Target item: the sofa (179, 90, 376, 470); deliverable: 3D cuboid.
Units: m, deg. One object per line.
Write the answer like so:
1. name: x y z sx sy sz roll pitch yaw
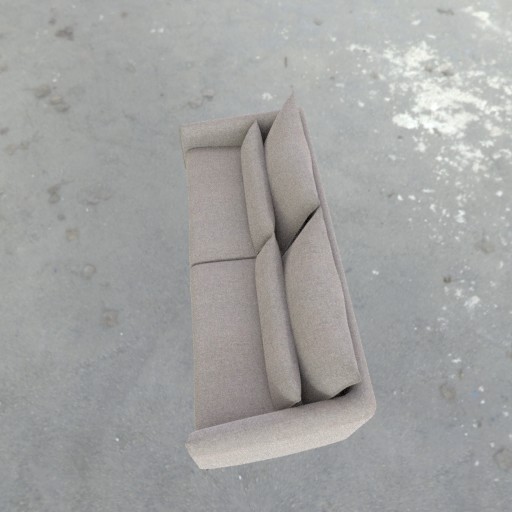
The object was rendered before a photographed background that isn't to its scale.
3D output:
1. sofa: 0.000 0.000 2.450 0.809 0.833 2.022 -5 58 -3
